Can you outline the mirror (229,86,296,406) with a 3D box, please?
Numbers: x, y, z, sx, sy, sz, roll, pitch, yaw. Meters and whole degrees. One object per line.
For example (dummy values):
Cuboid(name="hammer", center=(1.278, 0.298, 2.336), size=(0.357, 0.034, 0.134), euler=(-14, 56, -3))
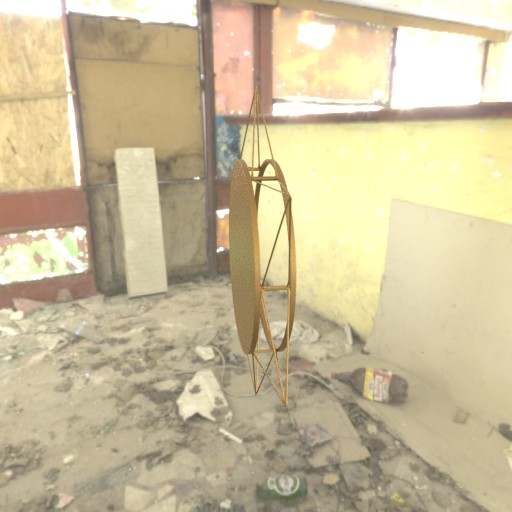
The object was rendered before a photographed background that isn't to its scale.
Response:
Cuboid(name="mirror", center=(0.000, 0.000, 0.809), size=(0.062, 0.581, 0.498), euler=(-3, 16, -9))
